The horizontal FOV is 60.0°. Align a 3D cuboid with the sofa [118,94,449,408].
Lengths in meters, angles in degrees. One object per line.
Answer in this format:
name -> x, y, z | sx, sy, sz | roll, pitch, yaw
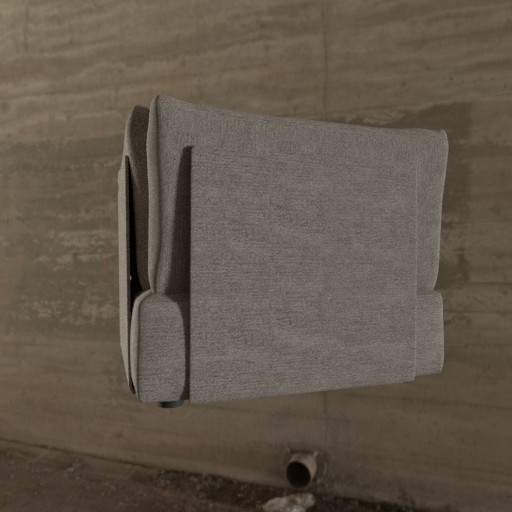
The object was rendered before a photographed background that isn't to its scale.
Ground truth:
sofa -> 0.000, 0.000, 1.710 | 1.000, 0.820, 1.000 | 0, -1, -19
